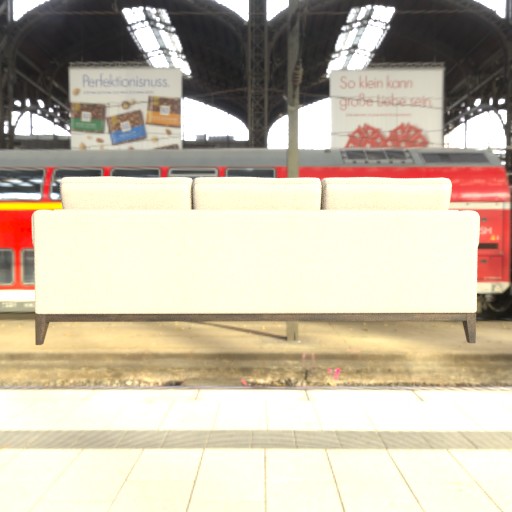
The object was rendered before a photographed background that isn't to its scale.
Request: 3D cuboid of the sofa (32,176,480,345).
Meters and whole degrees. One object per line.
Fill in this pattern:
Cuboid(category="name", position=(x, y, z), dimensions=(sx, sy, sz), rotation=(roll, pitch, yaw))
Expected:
Cuboid(category="sofa", position=(0.000, 0.000, 2.642), dimensions=(2.210, 0.838, 0.959), rotation=(0, 2, -1))
